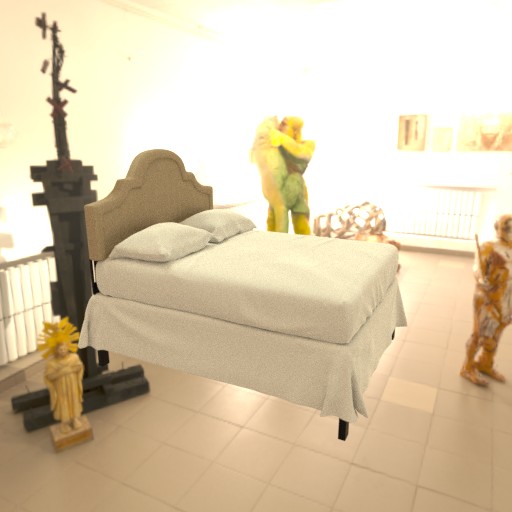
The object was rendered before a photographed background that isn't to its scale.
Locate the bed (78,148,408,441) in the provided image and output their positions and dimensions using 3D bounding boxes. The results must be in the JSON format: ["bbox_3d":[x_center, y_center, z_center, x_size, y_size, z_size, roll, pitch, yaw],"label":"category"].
[{"bbox_3d":[0.000,0.000,3.519,2.222,1.634,1.780,8,17,26],"label":"bed"}]
